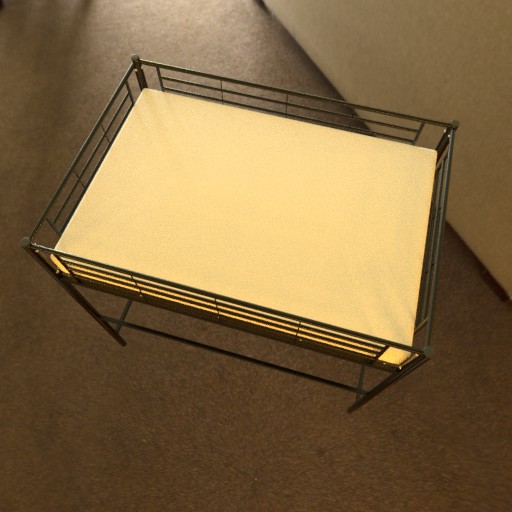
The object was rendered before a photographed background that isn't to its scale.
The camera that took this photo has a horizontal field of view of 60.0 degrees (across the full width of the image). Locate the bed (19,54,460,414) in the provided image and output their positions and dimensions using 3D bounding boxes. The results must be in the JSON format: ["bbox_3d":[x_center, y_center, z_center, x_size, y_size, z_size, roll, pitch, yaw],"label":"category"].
[{"bbox_3d":[0.000,0.000,3.113,1.994,1.803,1.397,14,64,7],"label":"bed"}]
